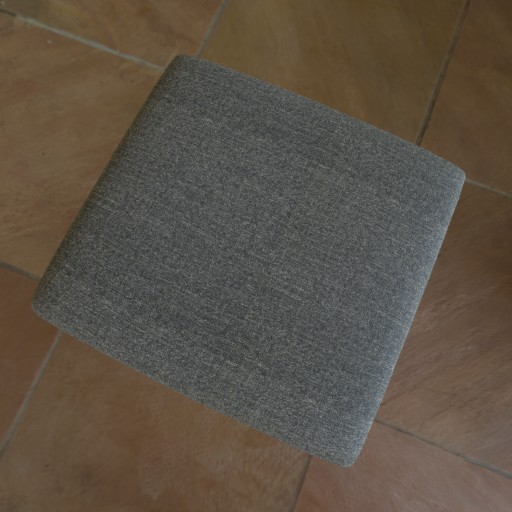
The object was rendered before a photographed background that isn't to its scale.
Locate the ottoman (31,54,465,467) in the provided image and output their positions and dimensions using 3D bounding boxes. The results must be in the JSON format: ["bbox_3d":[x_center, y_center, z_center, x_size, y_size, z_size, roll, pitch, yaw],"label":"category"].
[{"bbox_3d":[0.000,0.000,1.003,0.655,0.399,0.648,25,78,6],"label":"ottoman"}]
